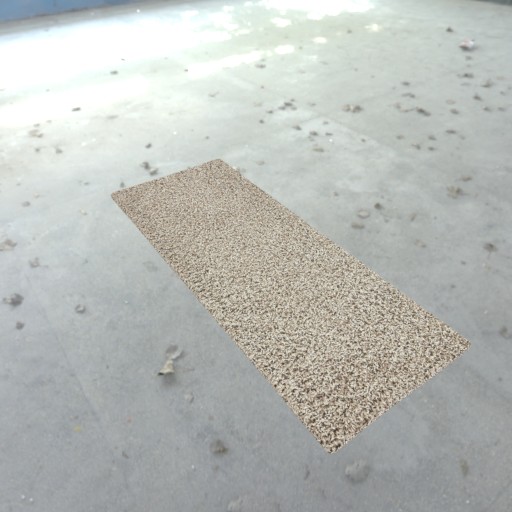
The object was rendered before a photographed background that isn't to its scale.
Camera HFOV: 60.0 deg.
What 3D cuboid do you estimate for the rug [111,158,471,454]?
[{"bbox_3d":[0.000,0.000,1.752,0.609,0.030,1.524,-25,46,-26],"label":"rug"}]
